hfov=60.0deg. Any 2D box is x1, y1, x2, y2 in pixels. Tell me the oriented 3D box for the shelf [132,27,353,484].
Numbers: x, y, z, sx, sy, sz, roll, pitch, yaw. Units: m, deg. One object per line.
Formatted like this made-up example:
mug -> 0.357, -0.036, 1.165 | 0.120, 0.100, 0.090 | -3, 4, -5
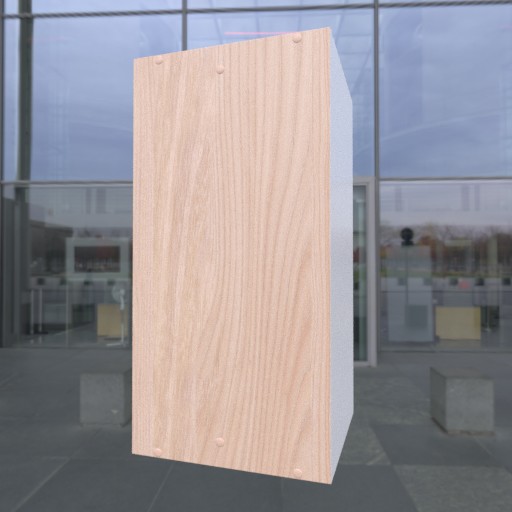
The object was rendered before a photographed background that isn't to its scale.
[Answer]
shelf -> 0.000, 0.000, 0.758 | 0.297, 0.594, 0.290 | 0, -1, 18
